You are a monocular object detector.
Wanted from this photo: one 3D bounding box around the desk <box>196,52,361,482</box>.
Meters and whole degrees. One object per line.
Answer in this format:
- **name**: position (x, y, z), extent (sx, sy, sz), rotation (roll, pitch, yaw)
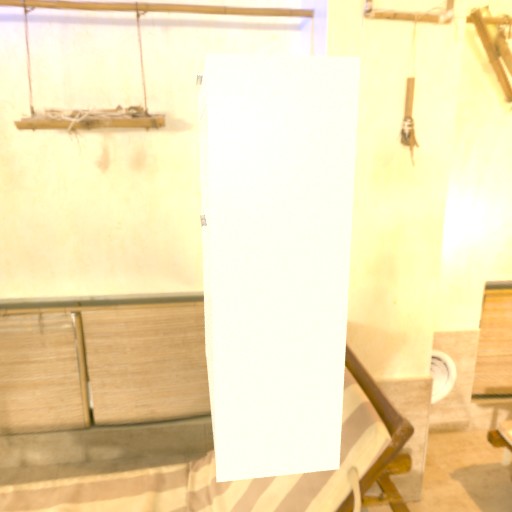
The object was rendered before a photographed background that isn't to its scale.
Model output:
- **desk**: position (0.000, 0.000, 1.603), extent (0.390, 1.190, 0.850), rotation (-2, 14, -8)
